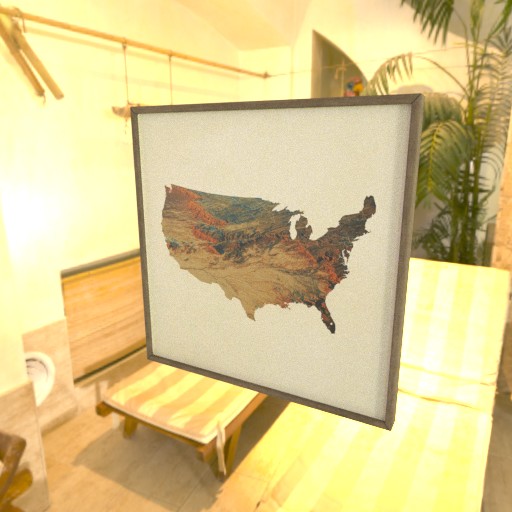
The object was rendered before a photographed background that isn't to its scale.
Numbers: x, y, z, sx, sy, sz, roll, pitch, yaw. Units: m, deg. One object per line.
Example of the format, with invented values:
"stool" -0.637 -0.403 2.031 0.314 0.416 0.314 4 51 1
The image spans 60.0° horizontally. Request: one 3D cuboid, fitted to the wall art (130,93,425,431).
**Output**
"wall art" 0.000 0.000 1.140 0.749 0.751 0.050 8 17 27
